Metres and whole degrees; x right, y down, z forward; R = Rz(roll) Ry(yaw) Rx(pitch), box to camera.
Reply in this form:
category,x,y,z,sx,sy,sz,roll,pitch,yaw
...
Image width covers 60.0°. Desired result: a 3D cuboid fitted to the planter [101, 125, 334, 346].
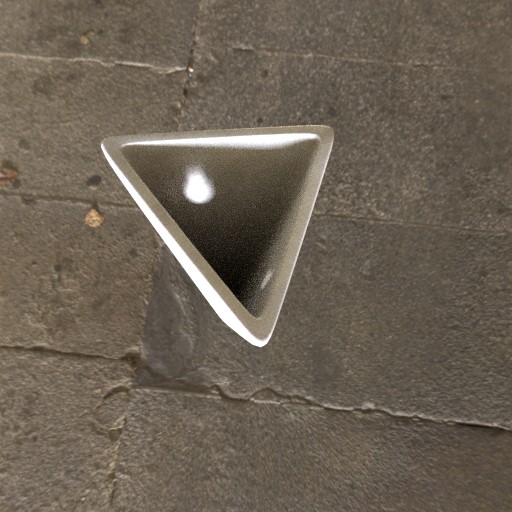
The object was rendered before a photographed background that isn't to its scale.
category,x,y,z,sx,sy,sz,roll,pitch,yaw
planter,0.000,0.000,0.276,0.081,0.224,0.101,-38,78,-10
